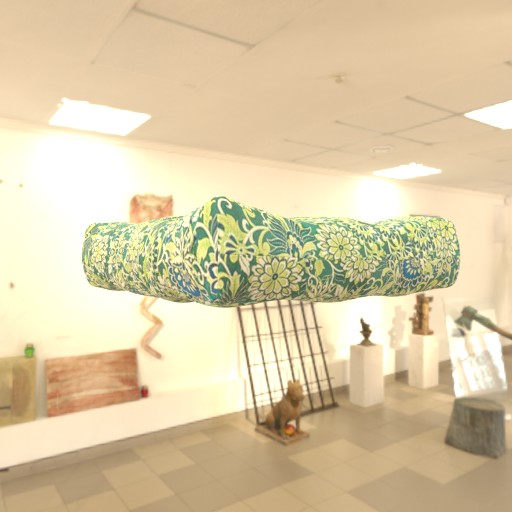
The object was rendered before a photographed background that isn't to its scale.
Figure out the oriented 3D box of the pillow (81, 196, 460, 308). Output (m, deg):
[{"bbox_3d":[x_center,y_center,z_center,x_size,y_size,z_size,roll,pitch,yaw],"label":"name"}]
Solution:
[{"bbox_3d":[0.000,0.000,0.755,0.468,0.128,0.490,0,0,-35],"label":"pillow"}]
